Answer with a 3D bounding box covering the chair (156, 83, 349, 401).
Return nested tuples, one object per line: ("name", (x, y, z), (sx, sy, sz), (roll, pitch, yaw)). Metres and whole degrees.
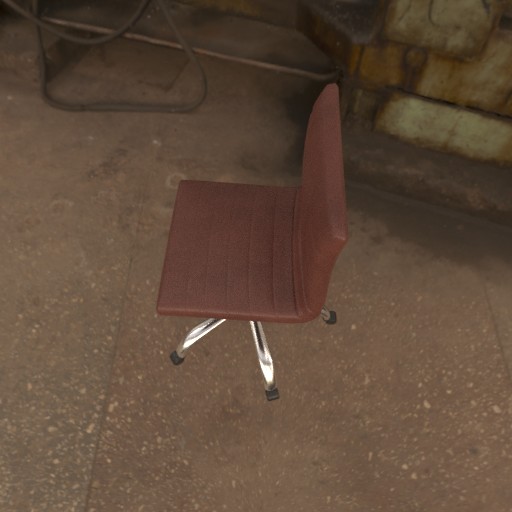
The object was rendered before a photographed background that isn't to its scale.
("chair", (0.000, 0.000, 1.146), (0.530, 0.780, 0.556), (2, 59, 2))
